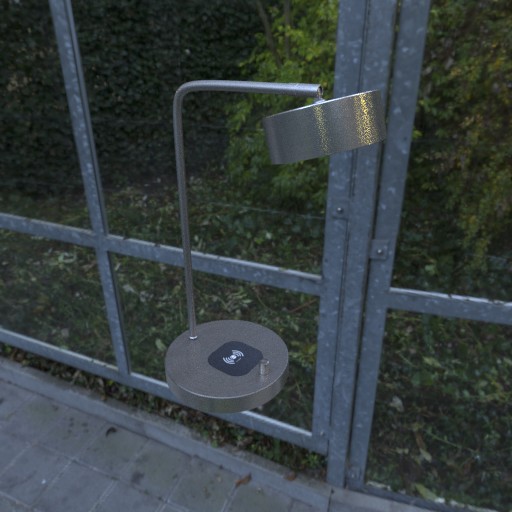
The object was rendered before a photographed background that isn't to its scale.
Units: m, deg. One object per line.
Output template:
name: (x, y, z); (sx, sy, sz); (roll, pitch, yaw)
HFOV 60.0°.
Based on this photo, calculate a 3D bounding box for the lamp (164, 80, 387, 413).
lamp: (0.000, 0.000, 0.637); (0.334, 0.469, 0.211); (18, 31, 32)
